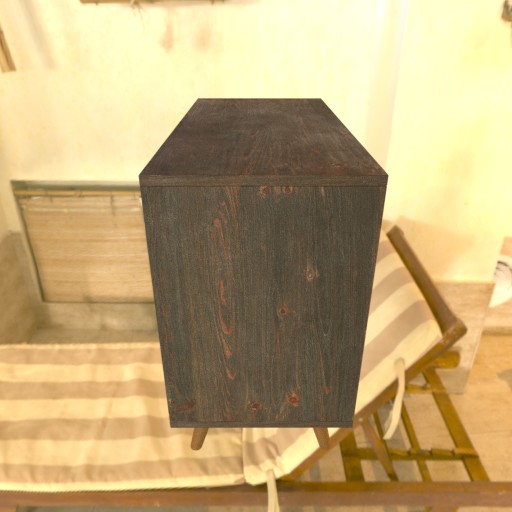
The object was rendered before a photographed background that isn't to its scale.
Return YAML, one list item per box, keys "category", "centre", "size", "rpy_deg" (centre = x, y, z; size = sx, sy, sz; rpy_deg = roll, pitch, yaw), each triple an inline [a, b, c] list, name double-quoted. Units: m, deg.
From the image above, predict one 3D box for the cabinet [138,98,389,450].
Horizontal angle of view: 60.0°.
- category: "cabinet"
  centre: [0.000, 0.000, 1.537]
  size: [0.529, 0.897, 1.023]
  rpy_deg: [0, 28, 0]
